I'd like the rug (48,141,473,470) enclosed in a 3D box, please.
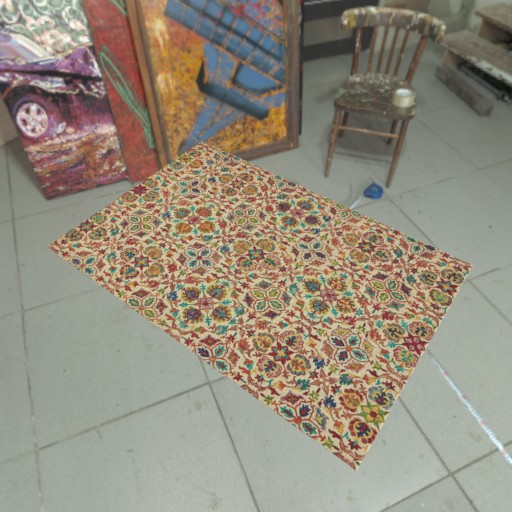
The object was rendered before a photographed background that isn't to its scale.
[{"bbox_3d":[0.000,0.000,2.295,1.838,0.013,1.226,29,54,24],"label":"rug"}]
